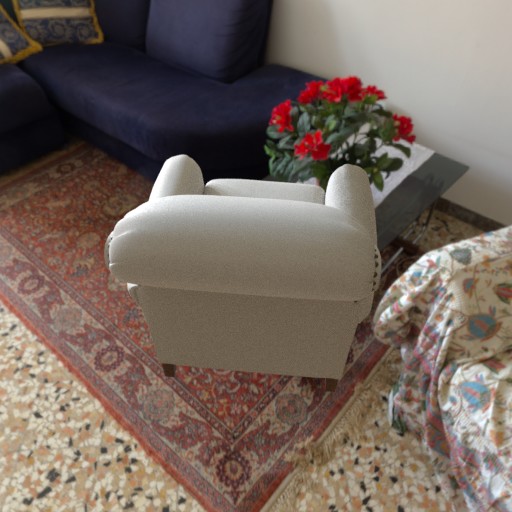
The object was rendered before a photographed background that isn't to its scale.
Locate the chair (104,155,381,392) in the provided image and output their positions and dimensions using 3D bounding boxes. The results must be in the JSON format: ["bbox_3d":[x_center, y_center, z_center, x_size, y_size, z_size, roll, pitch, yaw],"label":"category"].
[{"bbox_3d":[0.000,0.000,1.646,0.854,0.927,0.890,4,46,4],"label":"chair"}]
